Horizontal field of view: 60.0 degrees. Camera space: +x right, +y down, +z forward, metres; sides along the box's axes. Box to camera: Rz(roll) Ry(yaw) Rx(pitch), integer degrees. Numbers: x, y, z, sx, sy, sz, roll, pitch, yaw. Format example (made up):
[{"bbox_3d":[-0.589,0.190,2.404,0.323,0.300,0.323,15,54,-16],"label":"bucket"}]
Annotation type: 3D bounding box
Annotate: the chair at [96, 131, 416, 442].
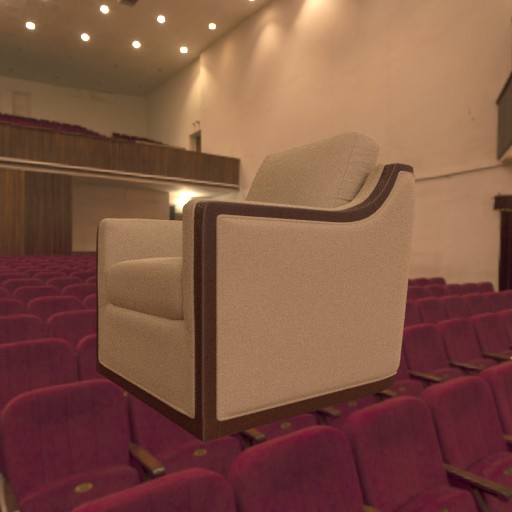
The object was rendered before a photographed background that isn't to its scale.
[{"bbox_3d":[0.000,0.000,1.669,0.950,0.930,0.870,0,0,-37],"label":"chair"}]
